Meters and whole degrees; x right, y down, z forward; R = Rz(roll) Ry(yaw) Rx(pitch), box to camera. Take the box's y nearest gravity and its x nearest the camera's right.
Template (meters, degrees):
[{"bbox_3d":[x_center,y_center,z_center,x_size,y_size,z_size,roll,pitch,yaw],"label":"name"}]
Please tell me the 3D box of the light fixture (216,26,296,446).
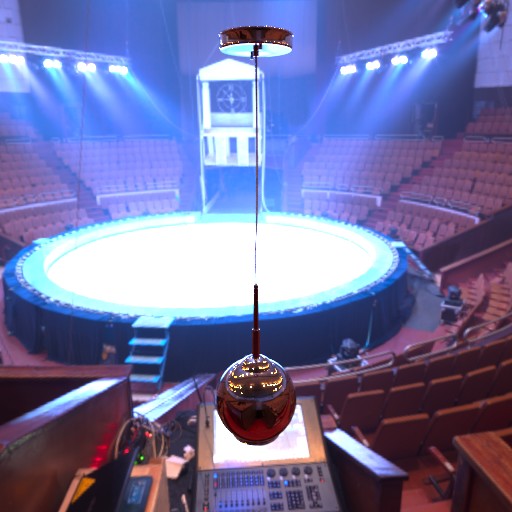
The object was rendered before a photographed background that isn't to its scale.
[{"bbox_3d":[0.000,0.000,1.689,0.336,1.538,0.336,-2,15,-9],"label":"light fixture"}]
